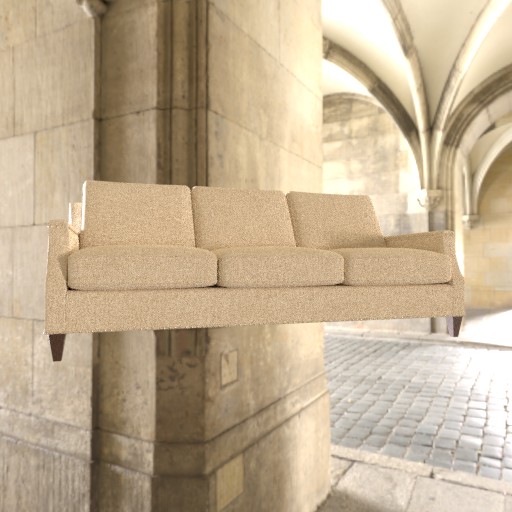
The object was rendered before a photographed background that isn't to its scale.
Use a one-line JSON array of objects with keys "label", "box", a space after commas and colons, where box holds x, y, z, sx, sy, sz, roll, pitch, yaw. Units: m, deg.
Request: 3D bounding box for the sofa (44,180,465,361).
[{"label": "sofa", "box": [0.000, 0.000, 2.698, 2.210, 0.940, 1.041, 0, -1, -18]}]
